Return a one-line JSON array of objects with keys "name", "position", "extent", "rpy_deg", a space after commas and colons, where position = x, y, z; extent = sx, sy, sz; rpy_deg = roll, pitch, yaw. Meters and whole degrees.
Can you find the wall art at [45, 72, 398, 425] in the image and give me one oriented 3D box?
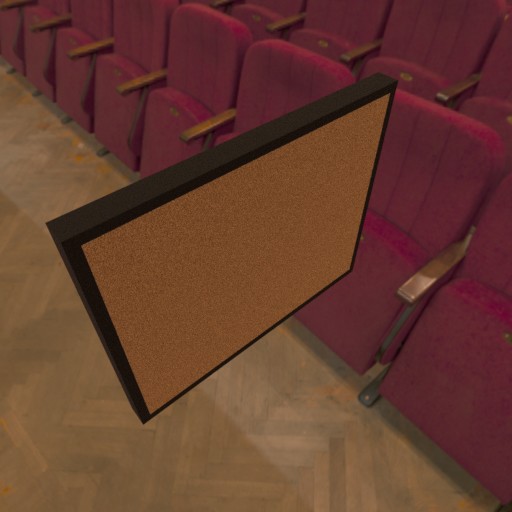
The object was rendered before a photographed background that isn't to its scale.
[{"name": "wall art", "position": [0.000, 0.000, 0.536], "extent": [0.397, 0.325, 0.028], "rpy_deg": [-32, 54, -26]}]
